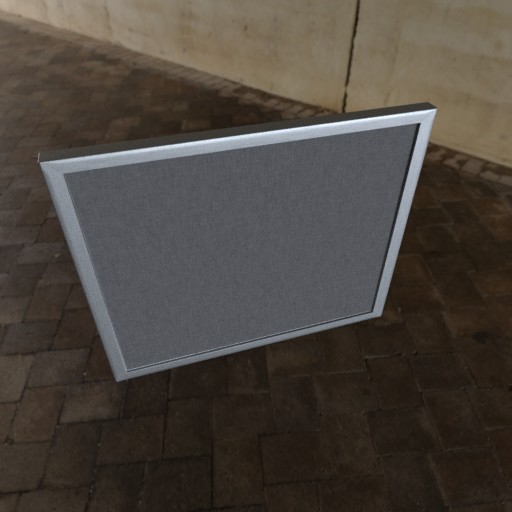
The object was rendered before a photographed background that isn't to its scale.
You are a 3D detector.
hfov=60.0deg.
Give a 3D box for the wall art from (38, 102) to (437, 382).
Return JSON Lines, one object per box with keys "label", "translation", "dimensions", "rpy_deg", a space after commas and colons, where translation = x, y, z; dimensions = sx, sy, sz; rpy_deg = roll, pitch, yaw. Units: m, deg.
{"label": "wall art", "translation": [0.000, 0.000, 0.751], "dimensions": [0.556, 0.457, 0.028], "rpy_deg": [-11, 42, -13]}
